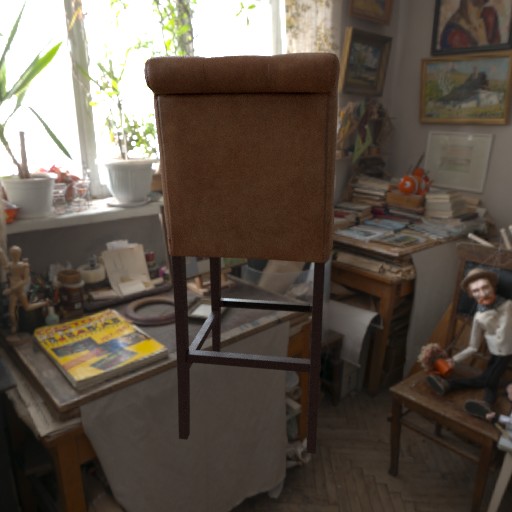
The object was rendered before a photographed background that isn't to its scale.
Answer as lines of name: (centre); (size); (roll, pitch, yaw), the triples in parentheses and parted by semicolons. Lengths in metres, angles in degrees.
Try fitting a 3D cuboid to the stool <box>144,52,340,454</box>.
stool: (0.000, 0.000, 1.440); (0.493, 1.140, 0.601); (3, 17, 9)
